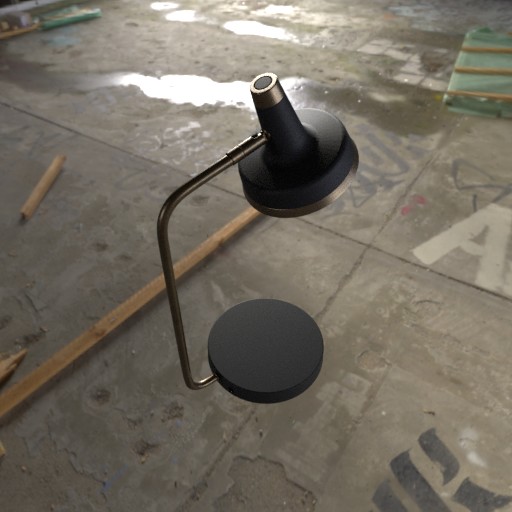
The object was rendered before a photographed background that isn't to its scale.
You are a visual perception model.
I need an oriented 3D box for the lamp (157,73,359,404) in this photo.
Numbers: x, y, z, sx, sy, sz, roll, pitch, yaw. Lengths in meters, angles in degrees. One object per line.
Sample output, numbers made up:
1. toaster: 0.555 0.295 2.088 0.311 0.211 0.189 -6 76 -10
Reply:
1. lamp: 0.000 0.000 0.487 0.218 0.385 0.162 -27 49 -26
